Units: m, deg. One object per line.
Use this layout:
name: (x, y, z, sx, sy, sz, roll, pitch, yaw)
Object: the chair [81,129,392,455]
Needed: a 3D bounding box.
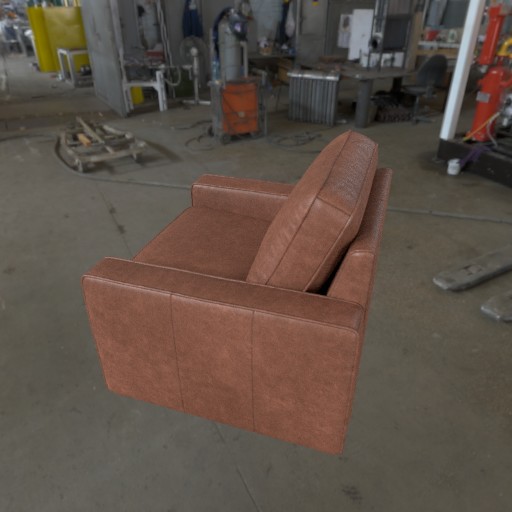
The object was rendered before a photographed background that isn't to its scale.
chair: (0.000, 0.000, 1.795, 0.940, 0.919, 1.017, 10, 32, 16)
